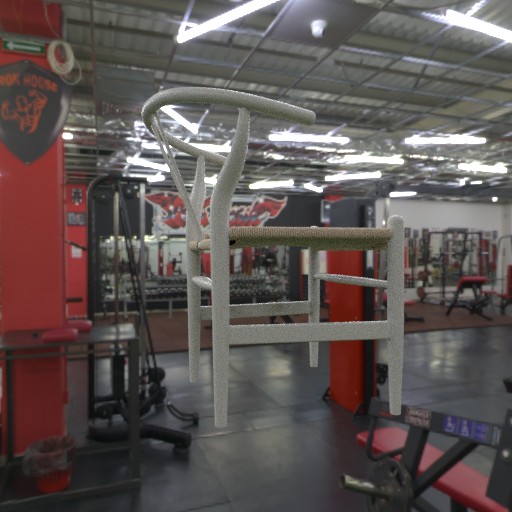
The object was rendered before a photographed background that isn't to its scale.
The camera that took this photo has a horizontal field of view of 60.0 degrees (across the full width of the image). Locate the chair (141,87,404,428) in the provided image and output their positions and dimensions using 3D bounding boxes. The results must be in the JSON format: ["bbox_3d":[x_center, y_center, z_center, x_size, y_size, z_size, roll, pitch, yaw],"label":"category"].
[{"bbox_3d":[0.000,0.000,1.161,0.579,0.730,0.569,0,1,-17],"label":"chair"}]
